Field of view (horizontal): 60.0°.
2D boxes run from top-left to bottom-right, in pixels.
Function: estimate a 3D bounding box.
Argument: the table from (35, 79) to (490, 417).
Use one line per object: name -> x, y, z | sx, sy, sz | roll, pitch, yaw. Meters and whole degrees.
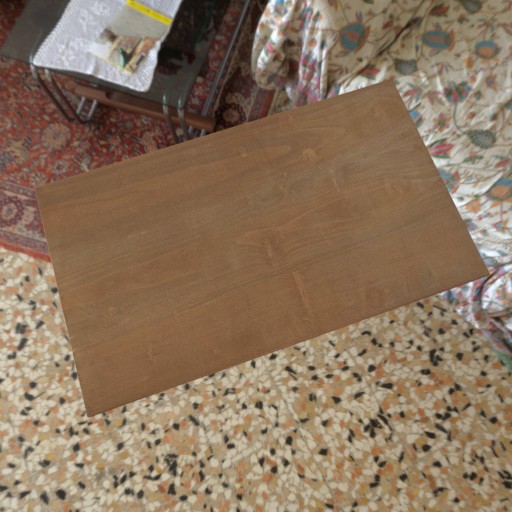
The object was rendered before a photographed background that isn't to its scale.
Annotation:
table -> 0.000, 0.000, 2.155 | 1.609, 0.780, 0.946 | -18, 75, -5
